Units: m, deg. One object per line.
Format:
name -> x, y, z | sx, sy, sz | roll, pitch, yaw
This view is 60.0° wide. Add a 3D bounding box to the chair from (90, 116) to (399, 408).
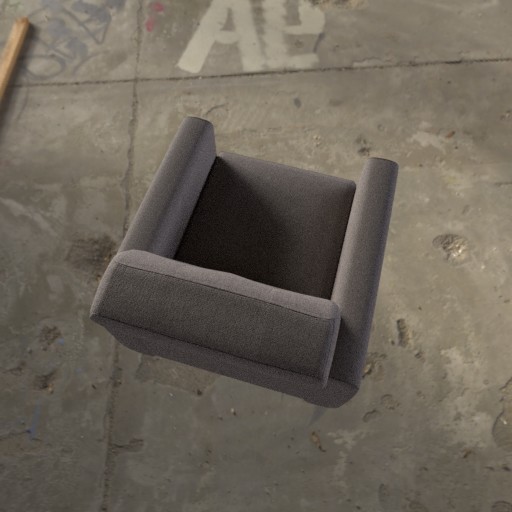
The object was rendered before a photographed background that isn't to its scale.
chair -> 0.000, 0.000, 1.544 | 0.831, 0.839, 0.907 | 14, 64, 7
